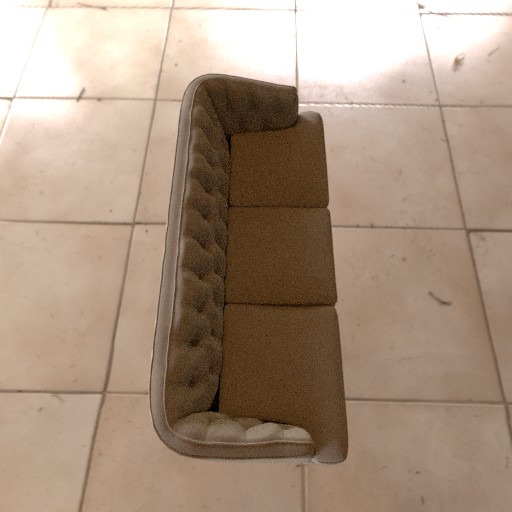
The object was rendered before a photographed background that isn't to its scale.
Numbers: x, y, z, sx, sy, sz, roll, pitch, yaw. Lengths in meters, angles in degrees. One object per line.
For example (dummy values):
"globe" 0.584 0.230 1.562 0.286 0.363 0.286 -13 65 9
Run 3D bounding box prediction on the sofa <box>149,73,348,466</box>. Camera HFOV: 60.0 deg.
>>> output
"sofa" 0.000 0.000 2.672 0.941 0.855 2.278 0 63 0
